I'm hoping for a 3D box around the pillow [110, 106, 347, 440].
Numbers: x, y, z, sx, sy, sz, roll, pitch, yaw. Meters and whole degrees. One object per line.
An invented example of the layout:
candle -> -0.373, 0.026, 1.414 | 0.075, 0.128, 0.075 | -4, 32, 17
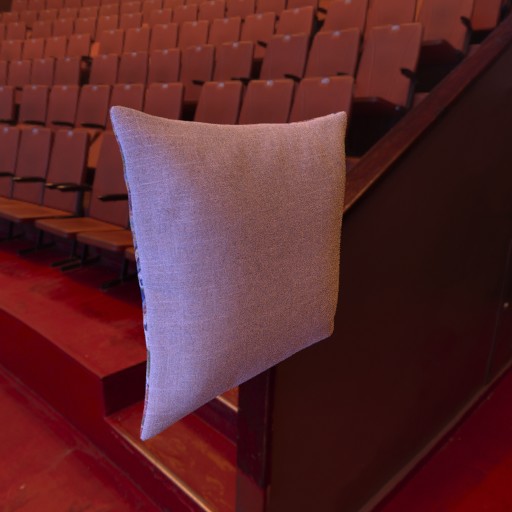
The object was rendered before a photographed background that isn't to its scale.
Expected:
pillow -> 0.000, 0.000, 0.803 | 0.166, 0.506, 0.523 | 16, 23, 42
